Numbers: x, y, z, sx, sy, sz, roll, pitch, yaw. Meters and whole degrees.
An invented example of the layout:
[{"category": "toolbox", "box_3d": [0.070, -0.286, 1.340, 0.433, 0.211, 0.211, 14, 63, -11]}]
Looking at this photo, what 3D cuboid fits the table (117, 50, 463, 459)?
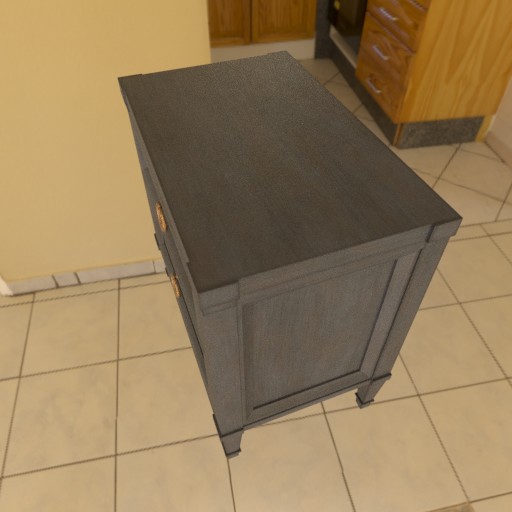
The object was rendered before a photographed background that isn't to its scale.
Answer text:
[{"category": "table", "box_3d": [0.000, 0.000, 1.063, 0.413, 0.660, 0.660, -15, 48, -14]}]
